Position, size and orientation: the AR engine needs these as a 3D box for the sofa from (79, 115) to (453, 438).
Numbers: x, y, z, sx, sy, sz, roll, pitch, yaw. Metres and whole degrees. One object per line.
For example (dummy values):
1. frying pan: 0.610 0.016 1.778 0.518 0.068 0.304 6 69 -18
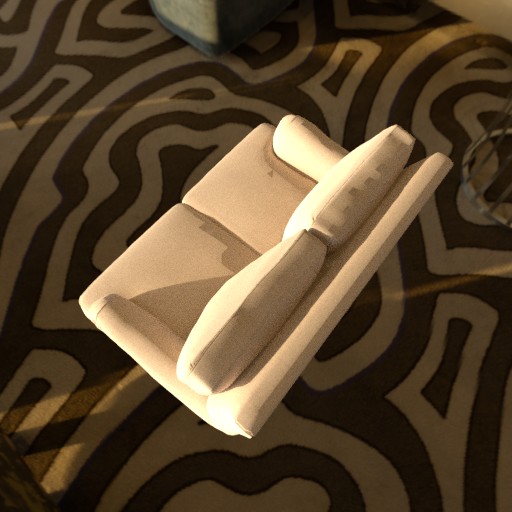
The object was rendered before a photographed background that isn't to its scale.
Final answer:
1. sofa: 0.000 0.000 2.219 1.087 1.048 1.508 35 67 17
